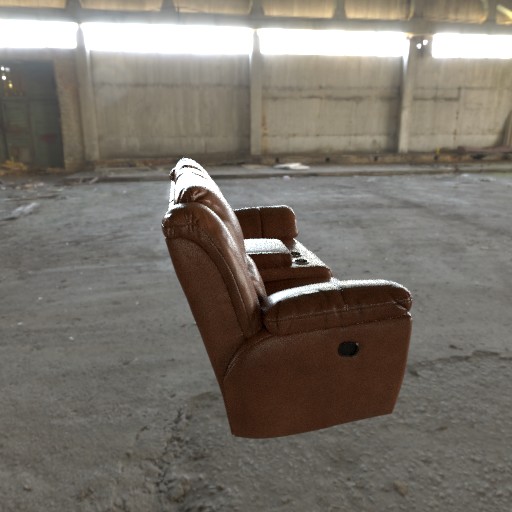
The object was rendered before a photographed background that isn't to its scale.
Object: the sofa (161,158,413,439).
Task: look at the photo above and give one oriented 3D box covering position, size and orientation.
[{"bbox_3d":[0.000,0.000,2.610,0.991,1.043,2.058,-3,16,-9],"label":"sofa"}]
